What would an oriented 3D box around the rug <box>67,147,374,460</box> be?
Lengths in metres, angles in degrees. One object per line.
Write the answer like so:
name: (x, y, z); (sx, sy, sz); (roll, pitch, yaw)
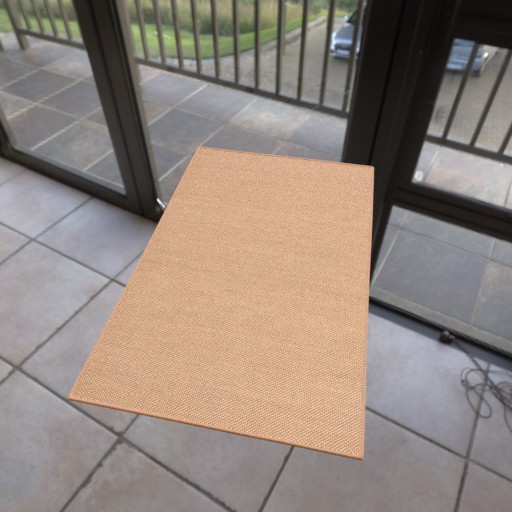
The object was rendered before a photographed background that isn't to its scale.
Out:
rug: (0.000, 0.000, 2.096); (1.067, 0.013, 1.676); (8, 47, 8)
